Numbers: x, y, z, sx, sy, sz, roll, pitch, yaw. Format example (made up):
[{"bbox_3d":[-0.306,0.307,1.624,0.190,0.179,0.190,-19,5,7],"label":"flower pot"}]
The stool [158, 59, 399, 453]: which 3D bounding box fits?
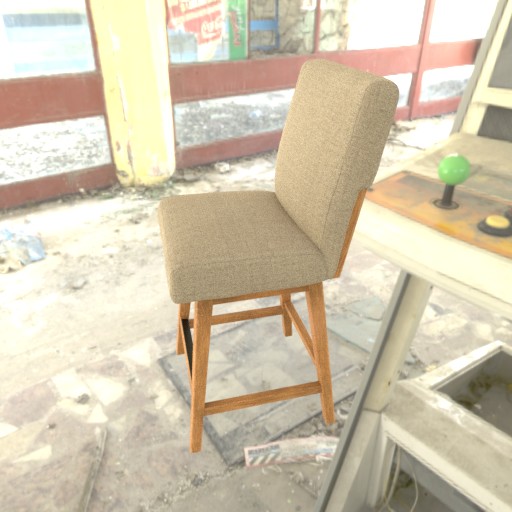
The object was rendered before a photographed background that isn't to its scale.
[{"bbox_3d":[0.000,0.000,1.291,0.526,1.010,0.459,-7,31,-12],"label":"stool"}]
